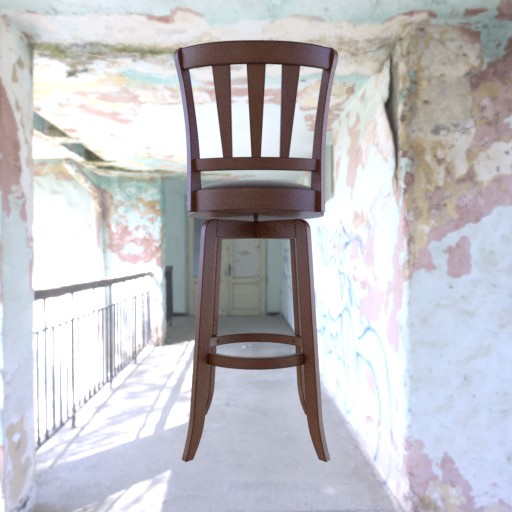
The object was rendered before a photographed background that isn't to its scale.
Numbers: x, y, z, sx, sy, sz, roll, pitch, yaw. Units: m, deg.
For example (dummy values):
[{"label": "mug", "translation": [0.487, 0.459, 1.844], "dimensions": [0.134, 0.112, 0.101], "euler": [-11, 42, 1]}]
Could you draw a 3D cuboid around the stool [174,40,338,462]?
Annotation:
[{"label": "stool", "translation": [0.000, 0.000, 1.423], "dimensions": [0.464, 1.177, 0.503], "euler": [0, 1, 0]}]
